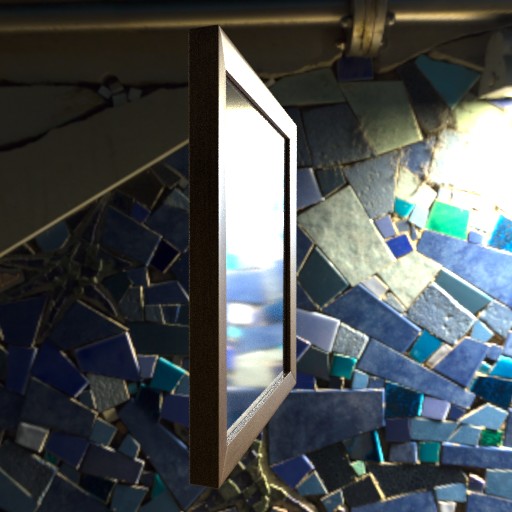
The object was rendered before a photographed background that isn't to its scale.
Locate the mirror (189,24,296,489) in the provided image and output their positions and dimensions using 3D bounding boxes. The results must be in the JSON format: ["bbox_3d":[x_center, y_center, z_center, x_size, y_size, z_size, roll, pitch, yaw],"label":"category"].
[{"bbox_3d":[0.000,0.000,0.683,0.041,0.508,0.405,0,1,17],"label":"mirror"}]
